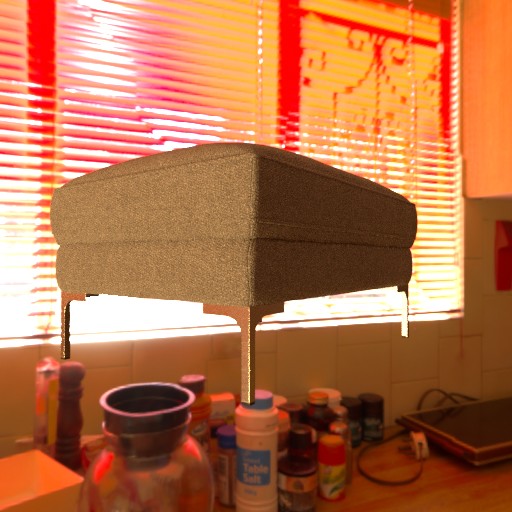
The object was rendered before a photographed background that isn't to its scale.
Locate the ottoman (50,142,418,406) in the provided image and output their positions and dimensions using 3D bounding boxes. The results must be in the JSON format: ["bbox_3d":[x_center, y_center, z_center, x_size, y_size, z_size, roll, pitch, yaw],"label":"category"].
[{"bbox_3d":[0.000,0.000,1.135,0.583,0.464,0.785,0,-1,37],"label":"ottoman"}]
